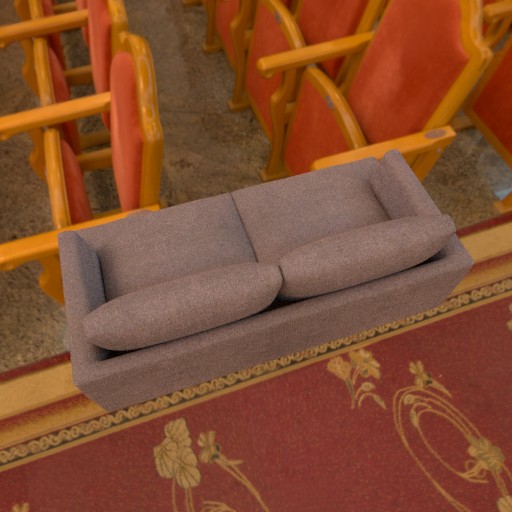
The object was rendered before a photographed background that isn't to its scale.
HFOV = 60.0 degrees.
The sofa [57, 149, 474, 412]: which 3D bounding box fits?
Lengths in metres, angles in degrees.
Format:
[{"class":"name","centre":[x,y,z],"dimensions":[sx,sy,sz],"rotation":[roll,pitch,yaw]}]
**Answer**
[{"class":"sofa","centre":[0.000,0.000,2.441],"dimensions":[1.948,0.868,1.020],"rotation":[-16,59,-9]}]
